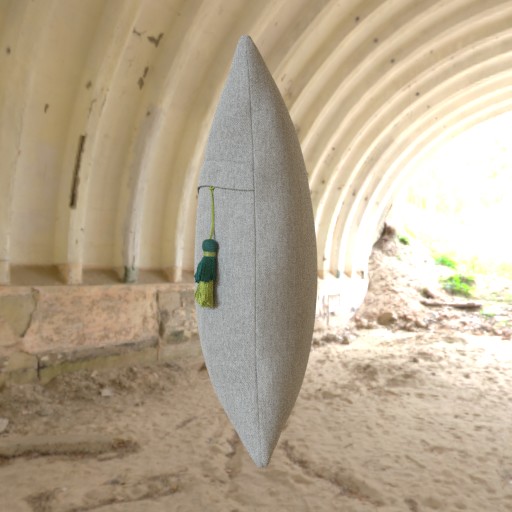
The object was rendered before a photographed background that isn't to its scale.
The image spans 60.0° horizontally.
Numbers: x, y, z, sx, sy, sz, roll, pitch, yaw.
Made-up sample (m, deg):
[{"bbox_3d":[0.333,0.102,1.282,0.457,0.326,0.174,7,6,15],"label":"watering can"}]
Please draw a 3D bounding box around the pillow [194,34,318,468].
[{"bbox_3d":[0.000,0.000,0.658,0.173,0.436,0.433,0,-3,0],"label":"pillow"}]
